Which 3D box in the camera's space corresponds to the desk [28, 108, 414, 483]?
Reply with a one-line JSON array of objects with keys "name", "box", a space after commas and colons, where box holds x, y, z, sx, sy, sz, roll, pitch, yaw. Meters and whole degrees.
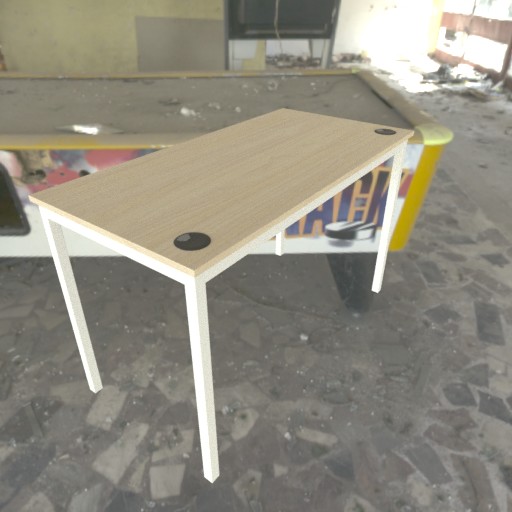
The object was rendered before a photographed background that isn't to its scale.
[{"name": "desk", "box": [0.000, 0.000, 1.617, 0.600, 0.750, 1.200, 21, 38, 31]}]
